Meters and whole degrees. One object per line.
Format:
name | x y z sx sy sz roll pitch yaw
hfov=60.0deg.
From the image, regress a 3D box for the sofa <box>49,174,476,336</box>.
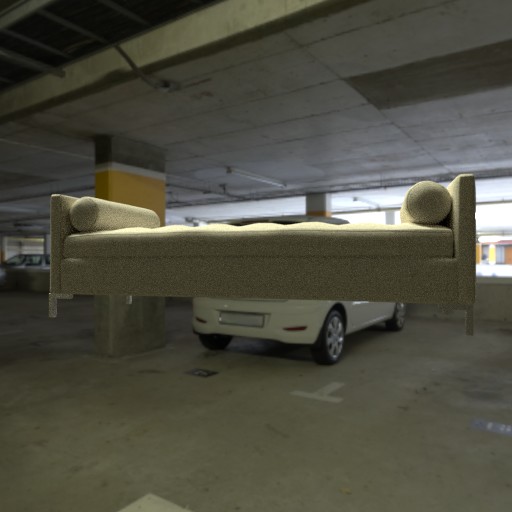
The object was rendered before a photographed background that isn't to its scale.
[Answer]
sofa | 0.000 0.000 2.446 2.102 0.655 0.797 0 -1 16
